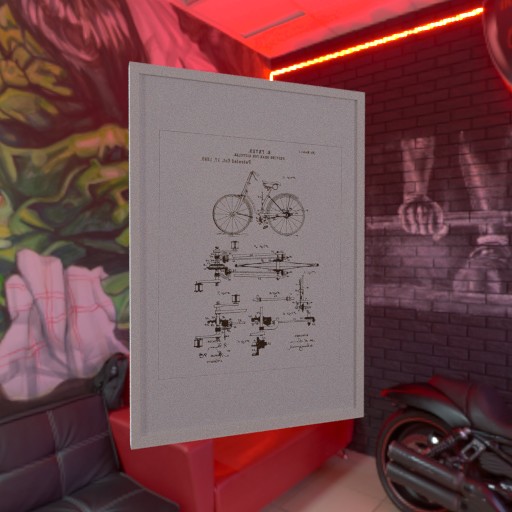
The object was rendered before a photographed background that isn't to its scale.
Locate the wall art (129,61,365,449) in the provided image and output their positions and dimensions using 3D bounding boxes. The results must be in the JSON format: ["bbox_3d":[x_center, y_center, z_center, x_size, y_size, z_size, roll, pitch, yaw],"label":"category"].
[{"bbox_3d":[0.000,0.000,0.605,0.332,0.477,0.015,0,1,-19],"label":"wall art"}]
